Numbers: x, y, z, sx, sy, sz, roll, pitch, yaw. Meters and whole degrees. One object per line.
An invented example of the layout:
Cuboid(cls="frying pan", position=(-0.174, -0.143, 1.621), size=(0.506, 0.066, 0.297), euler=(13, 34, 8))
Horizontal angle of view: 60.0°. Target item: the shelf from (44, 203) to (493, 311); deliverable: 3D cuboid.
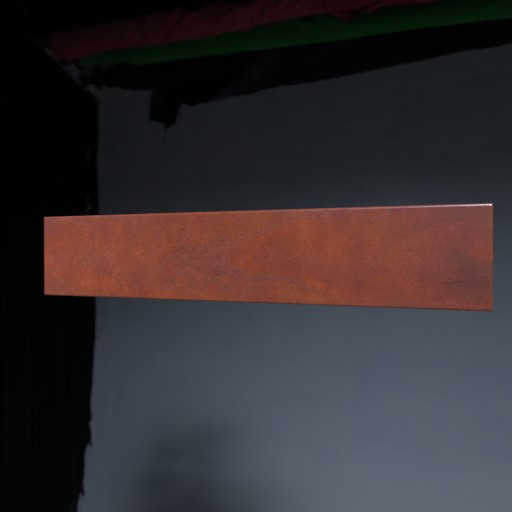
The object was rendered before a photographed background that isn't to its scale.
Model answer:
Cuboid(cls="shelf", position=(0.000, 0.000, 0.505), size=(0.457, 0.088, 0.152), euler=(0, 0, 18))
